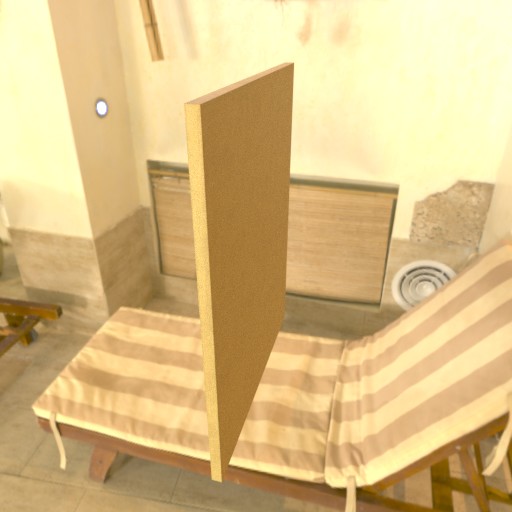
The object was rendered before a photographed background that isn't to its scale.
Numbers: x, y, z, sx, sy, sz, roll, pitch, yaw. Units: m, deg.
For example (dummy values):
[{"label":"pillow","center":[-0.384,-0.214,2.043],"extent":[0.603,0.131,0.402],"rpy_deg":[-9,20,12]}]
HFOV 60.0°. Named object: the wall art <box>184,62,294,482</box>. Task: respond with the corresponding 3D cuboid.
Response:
[{"label":"wall art","center":[0.000,0.000,1.328],"extent":[0.030,1.002,0.798],"rpy_deg":[8,29,14]}]
